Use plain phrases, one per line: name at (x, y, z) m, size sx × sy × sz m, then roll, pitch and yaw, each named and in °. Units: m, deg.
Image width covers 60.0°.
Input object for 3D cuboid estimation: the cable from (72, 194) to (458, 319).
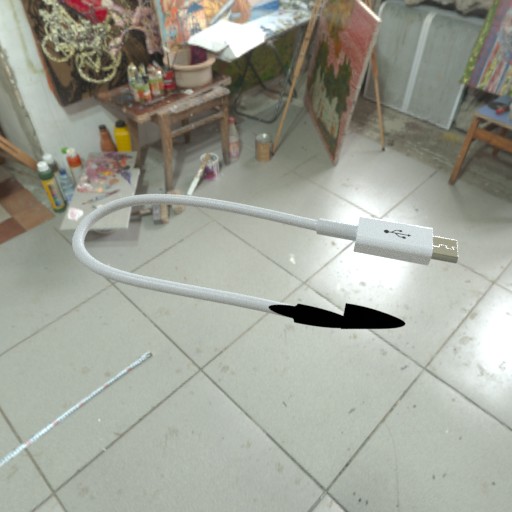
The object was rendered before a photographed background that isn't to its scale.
cable at (0.000, 0.000, 0.112) m, size 0.098 × 0.006 × 0.040 m, roll 11°, pitch 48°, yaw 10°
